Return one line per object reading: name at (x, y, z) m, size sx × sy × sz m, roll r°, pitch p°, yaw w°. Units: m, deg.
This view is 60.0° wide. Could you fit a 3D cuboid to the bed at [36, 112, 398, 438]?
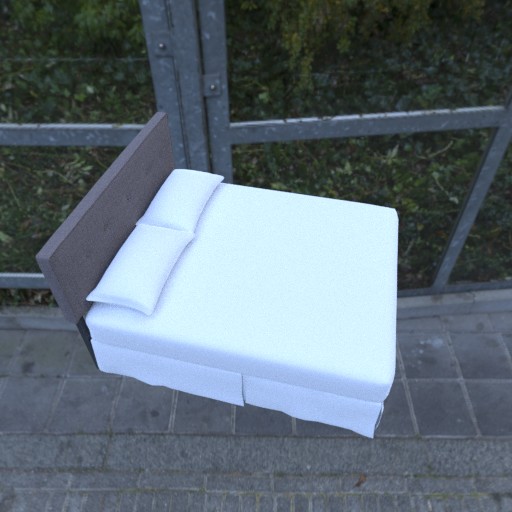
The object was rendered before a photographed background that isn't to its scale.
bed at (0.000, 0.000, 2.958) m, size 1.894 × 1.089 × 1.610 m, roll 10°, pitch 46°, yaw 10°
